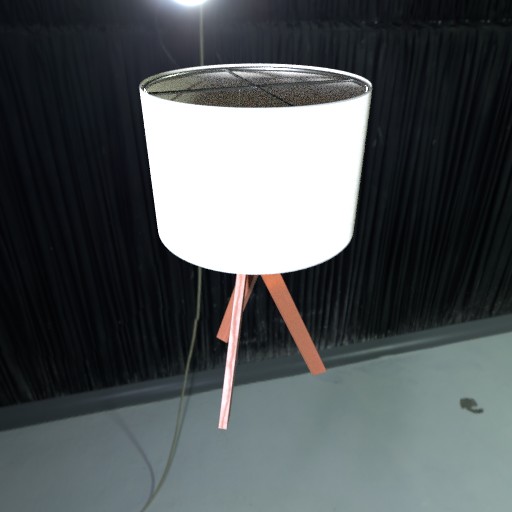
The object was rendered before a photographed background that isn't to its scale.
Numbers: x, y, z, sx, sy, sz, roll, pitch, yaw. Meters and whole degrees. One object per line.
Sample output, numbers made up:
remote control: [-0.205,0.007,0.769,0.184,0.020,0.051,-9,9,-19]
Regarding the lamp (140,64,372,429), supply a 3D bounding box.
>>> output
lamp: [0.000,0.000,0.920,0.380,0.686,0.380,-10,33,-17]
